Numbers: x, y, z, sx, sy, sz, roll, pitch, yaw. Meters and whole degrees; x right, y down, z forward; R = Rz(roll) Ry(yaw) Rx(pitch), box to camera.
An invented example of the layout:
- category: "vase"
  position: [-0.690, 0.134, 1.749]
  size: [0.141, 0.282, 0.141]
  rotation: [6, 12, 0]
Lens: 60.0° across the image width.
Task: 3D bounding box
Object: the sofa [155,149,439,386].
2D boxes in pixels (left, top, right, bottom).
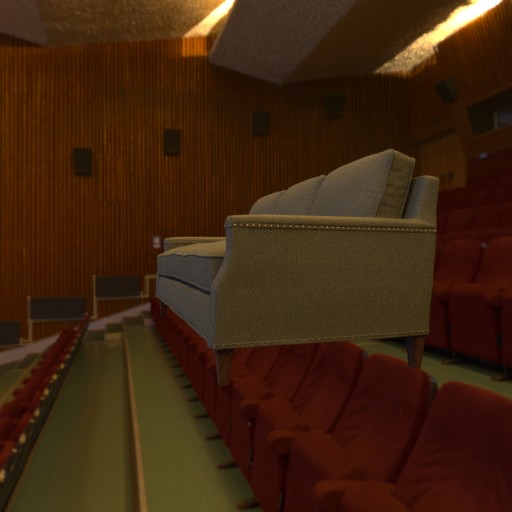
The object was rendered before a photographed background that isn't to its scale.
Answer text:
- category: "sofa"
  position: [0.000, 0.000, 2.873]
  size: [1.084, 1.003, 2.246]
  rotation: [0, 0, -18]
